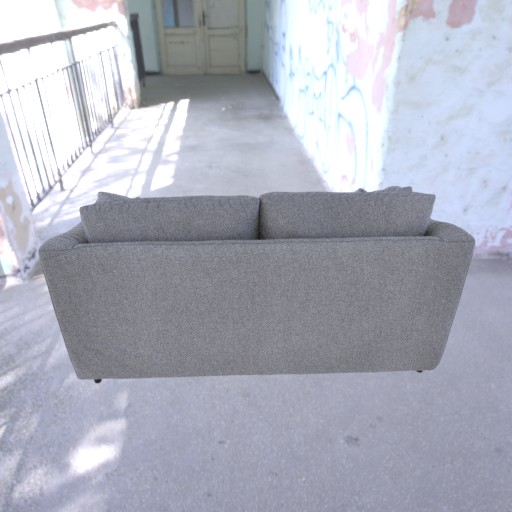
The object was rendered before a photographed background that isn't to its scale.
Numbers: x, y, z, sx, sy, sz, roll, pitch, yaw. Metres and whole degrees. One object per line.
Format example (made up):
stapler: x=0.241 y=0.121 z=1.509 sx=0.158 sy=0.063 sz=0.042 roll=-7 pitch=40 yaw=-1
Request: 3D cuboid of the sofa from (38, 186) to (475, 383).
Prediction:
sofa: x=0.000 y=0.000 z=2.619 sx=2.010 sy=1.018 sz=1.072 roll=-1 pitch=31 yaw=-2
